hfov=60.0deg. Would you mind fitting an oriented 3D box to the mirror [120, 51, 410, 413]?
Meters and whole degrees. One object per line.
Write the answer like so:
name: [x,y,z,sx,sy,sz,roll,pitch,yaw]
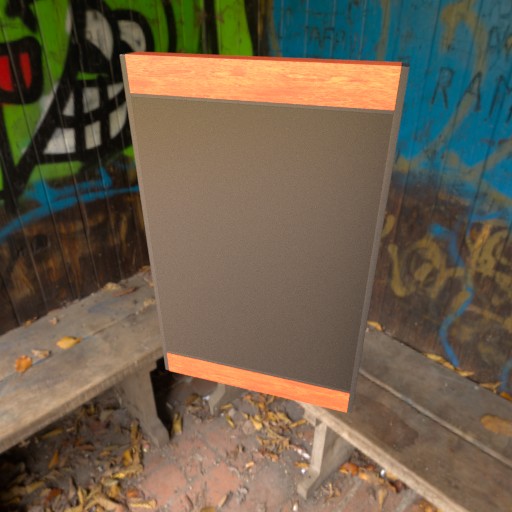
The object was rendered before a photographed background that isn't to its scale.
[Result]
mirror: [0.000,0.000,1.002,0.525,0.823,0.047,9,32,14]
